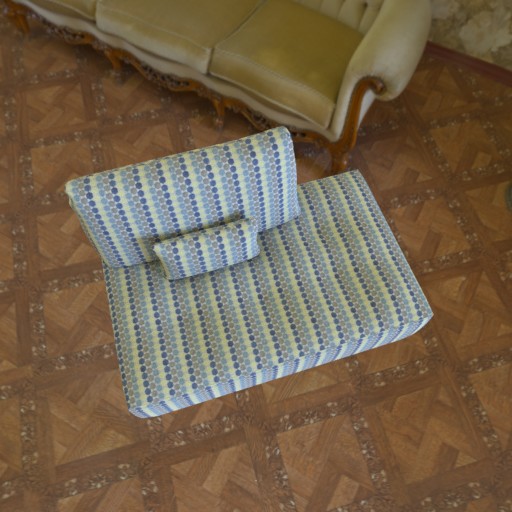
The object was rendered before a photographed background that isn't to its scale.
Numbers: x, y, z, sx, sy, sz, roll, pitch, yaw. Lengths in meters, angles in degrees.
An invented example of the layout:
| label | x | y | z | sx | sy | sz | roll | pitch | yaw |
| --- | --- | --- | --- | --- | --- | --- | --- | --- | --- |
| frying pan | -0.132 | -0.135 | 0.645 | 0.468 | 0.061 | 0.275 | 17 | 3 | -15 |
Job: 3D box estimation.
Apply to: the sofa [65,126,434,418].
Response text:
| label | x | y | z | sx | sy | sz | roll | pitch | yaw |
| --- | --- | --- | --- | --- | --- | --- | --- | --- | --- |
| sofa | 0.000 | 0.000 | 2.065 | 1.450 | 0.820 | 1.000 | -15 | 64 | -8 |
